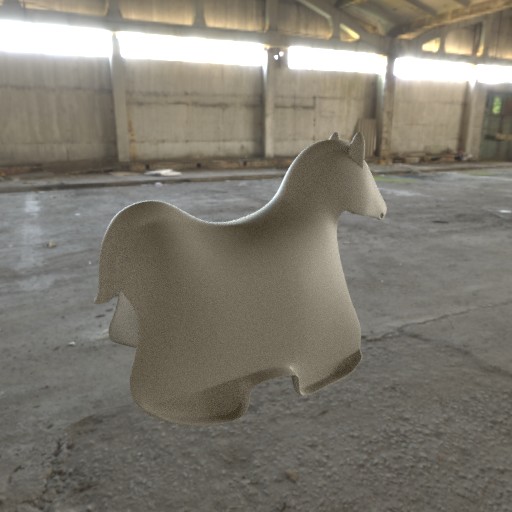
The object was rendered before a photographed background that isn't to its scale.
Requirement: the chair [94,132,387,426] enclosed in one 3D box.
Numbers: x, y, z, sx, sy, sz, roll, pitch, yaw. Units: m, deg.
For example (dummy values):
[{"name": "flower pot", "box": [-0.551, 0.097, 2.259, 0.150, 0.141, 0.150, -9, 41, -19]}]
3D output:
[{"name": "chair", "box": [0.000, 0.000, 1.135, 0.800, 0.612, 0.429, -7, 17, -25]}]
